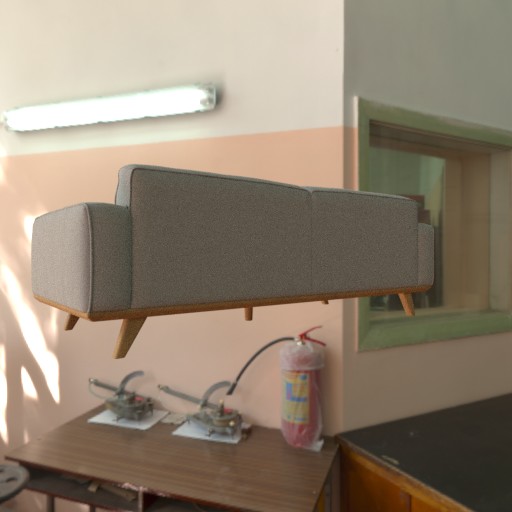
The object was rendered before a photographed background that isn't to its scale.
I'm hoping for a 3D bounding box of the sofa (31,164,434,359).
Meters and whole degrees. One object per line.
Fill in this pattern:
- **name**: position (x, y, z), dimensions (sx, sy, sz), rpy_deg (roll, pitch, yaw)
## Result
- **sofa**: position (0.000, 0.000, 2.621), dimensions (2.270, 0.781, 0.956), rpy_deg (0, 1, -37)
